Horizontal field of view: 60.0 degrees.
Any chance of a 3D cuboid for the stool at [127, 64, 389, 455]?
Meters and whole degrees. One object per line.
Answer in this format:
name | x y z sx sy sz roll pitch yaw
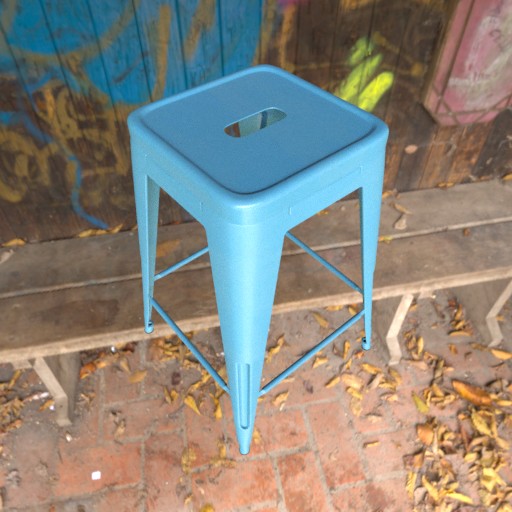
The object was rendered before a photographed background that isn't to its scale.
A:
stool | 0.000 0.000 0.894 0.410 0.608 0.410 -31 54 -26
